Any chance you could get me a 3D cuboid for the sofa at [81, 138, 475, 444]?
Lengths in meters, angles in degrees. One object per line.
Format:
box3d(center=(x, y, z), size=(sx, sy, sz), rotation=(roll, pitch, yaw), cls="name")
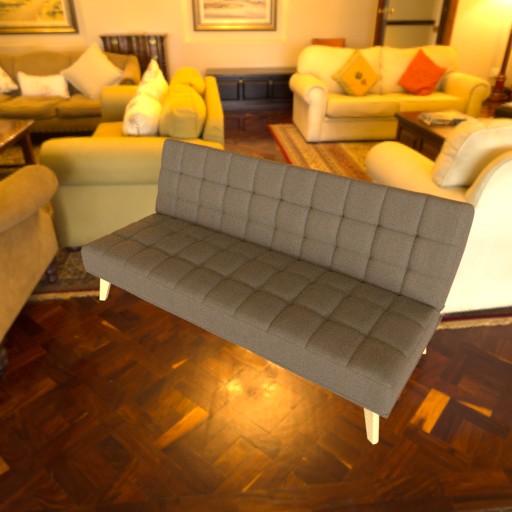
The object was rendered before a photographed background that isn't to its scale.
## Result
box3d(center=(0.000, 0.000, 2.276), size=(1.800, 0.810, 0.860), rotation=(19, 35, 30), cls="sofa")
